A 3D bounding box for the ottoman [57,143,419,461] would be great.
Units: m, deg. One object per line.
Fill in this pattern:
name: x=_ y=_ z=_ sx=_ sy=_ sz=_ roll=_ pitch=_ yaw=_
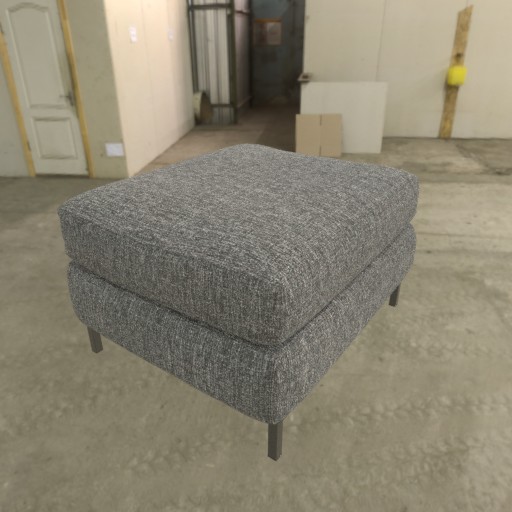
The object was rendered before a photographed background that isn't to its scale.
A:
ottoman: x=0.000 y=0.000 z=1.237 sx=0.683 sy=0.480 sz=0.828 roll=18 pitch=32 yaw=31
